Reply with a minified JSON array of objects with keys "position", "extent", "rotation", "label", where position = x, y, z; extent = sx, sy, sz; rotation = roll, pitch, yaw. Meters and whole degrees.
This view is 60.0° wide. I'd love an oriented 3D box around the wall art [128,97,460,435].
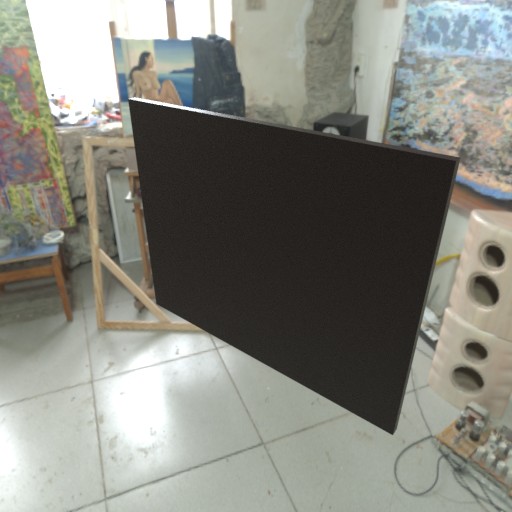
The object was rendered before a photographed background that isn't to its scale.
[{"position":[0.000,0.000,1.597],"extent":[1.207,0.952,0.034],"rotation":[22,36,33],"label":"wall art"}]
